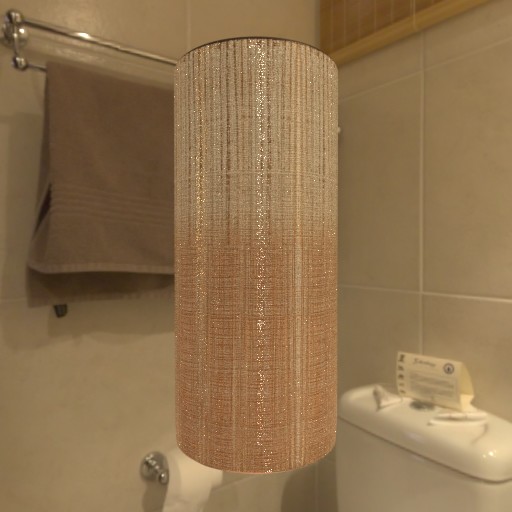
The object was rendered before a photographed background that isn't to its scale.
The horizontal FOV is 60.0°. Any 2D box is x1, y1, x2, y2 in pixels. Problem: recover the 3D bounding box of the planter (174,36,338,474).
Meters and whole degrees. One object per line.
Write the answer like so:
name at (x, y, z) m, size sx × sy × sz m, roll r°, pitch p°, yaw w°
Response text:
planter at (0.000, 0.000, 0.277) m, size 0.100 × 0.227 × 0.100 m, roll 0°, pitch 1°, yaw 17°
